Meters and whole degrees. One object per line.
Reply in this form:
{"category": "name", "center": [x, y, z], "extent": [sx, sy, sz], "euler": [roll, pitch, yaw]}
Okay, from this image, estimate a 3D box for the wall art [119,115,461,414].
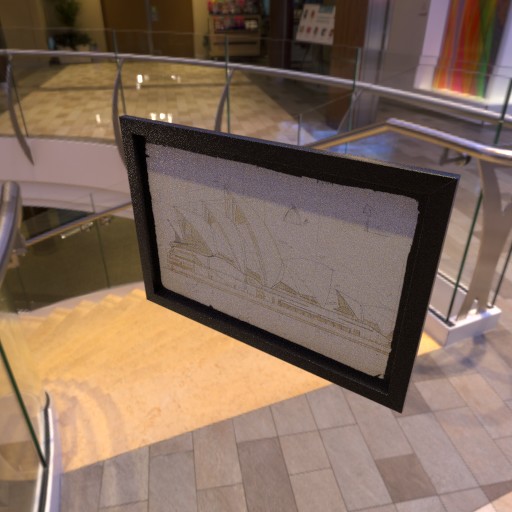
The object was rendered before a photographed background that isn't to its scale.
{"category": "wall art", "center": [0.000, 0.000, 0.581], "extent": [0.440, 0.306, 0.013], "euler": [18, 35, 28]}
